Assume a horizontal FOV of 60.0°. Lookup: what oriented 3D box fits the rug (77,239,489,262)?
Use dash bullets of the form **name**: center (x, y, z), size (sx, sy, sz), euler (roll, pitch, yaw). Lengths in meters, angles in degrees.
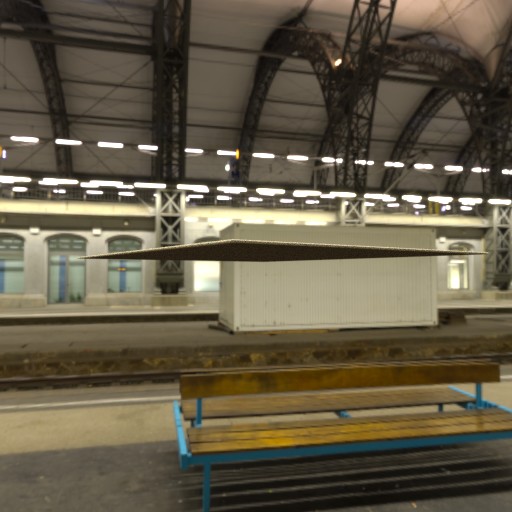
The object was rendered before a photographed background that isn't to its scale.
- **rug**: center (0.000, 0.000, 4.105), size (2.441, 0.015, 3.050), euler (2, -3, -35)
